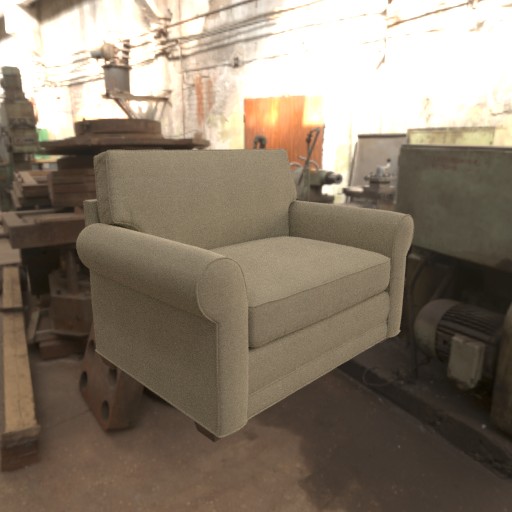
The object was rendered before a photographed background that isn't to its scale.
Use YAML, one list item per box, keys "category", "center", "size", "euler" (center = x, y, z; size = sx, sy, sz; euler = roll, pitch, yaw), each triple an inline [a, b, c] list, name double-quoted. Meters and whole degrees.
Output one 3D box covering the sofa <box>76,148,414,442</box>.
- category: "sofa"
  center: [0.000, 0.000, 2.118]
  size: [1.405, 0.991, 0.936]
  euler: [-14, 20, -43]
